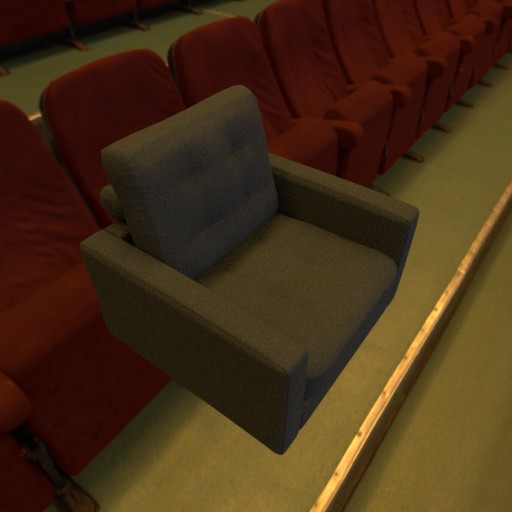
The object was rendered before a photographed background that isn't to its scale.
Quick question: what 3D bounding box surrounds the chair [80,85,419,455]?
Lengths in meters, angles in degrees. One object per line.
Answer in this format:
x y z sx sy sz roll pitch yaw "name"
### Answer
0.000 0.000 1.515 0.843 0.880 0.821 26 48 27 "chair"
